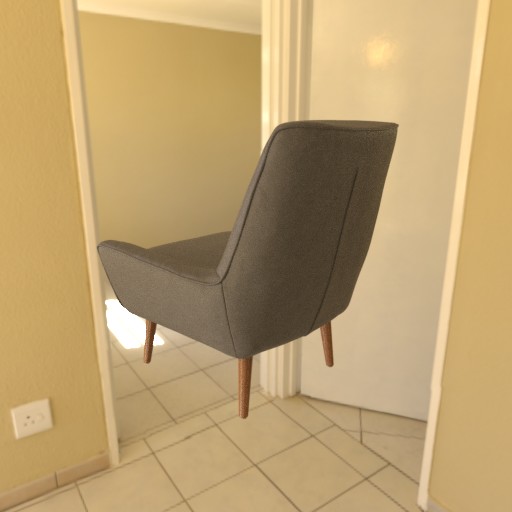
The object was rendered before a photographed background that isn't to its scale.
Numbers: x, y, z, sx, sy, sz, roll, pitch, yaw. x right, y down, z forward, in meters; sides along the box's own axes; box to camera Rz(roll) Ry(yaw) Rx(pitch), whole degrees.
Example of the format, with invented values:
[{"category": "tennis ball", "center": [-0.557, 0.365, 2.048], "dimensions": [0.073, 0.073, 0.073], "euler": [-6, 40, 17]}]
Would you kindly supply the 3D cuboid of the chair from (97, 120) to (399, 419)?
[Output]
[{"category": "chair", "center": [0.000, 0.000, 1.526], "dimensions": [0.787, 0.888, 0.822], "euler": [-15, 22, -42]}]
